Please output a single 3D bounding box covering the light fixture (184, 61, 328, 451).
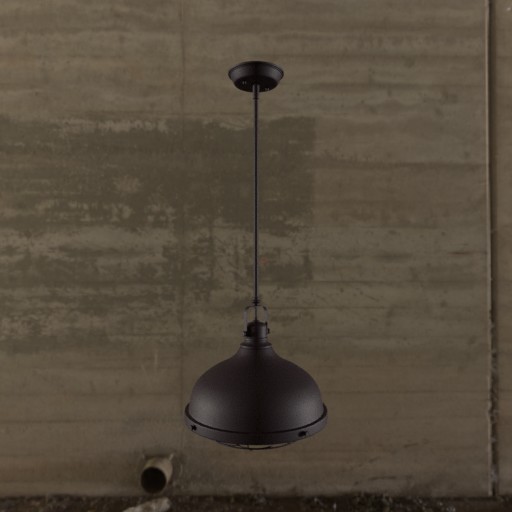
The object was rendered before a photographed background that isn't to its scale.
[{"bbox_3d":[0.000,0.000,1.025,0.341,0.849,0.341,1,-1,-37],"label":"light fixture"}]
